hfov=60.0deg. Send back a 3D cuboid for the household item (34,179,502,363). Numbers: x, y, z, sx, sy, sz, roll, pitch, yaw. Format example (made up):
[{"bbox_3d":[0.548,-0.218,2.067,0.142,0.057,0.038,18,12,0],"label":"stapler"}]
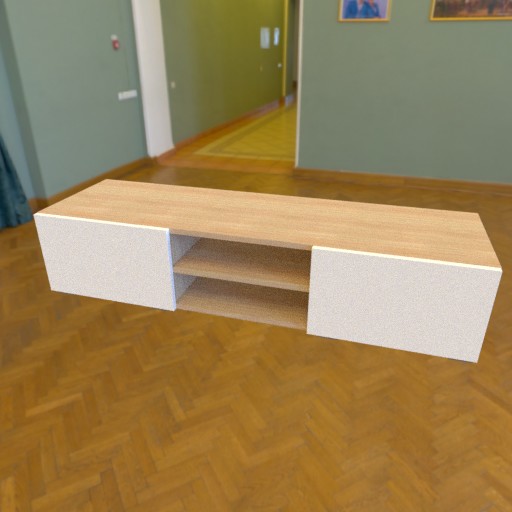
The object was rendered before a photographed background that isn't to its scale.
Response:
[{"bbox_3d":[0.000,0.000,1.525,1.400,0.310,0.420,7,27,15],"label":"household item"}]
